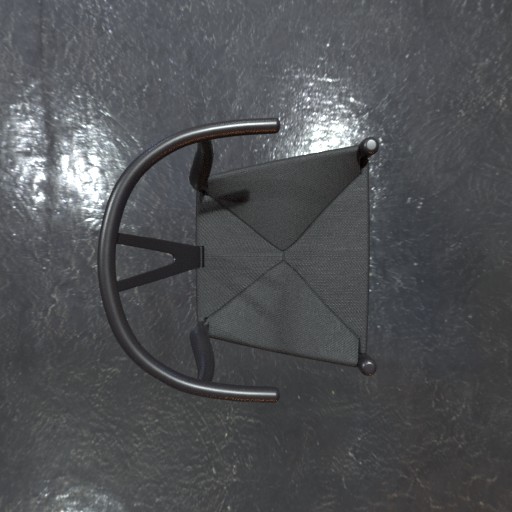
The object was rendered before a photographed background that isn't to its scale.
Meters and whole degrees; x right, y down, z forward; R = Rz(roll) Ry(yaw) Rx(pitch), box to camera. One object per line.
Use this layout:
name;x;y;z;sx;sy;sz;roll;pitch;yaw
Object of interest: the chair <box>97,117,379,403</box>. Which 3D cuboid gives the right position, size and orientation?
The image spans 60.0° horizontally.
chair;0.000;0.000;1.156;0.579;0.730;0.569;0;92;0
